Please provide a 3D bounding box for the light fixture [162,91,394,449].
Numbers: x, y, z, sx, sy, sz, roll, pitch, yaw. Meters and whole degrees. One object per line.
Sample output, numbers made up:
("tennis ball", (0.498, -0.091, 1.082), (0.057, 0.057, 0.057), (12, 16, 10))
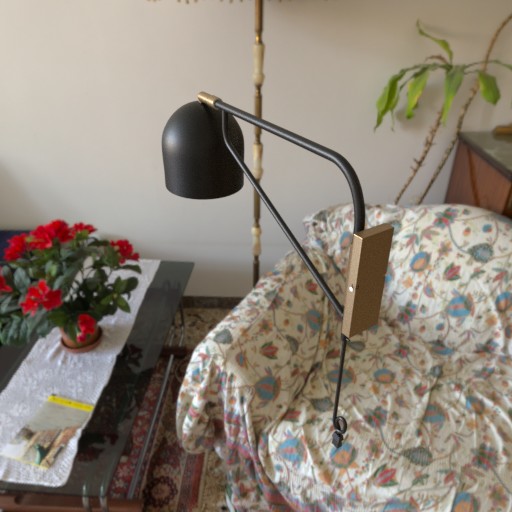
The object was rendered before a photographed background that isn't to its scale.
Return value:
("light fixture", (0.000, 0.000, 1.084), (0.215, 0.696, 0.720), (-18, 35, -28))
